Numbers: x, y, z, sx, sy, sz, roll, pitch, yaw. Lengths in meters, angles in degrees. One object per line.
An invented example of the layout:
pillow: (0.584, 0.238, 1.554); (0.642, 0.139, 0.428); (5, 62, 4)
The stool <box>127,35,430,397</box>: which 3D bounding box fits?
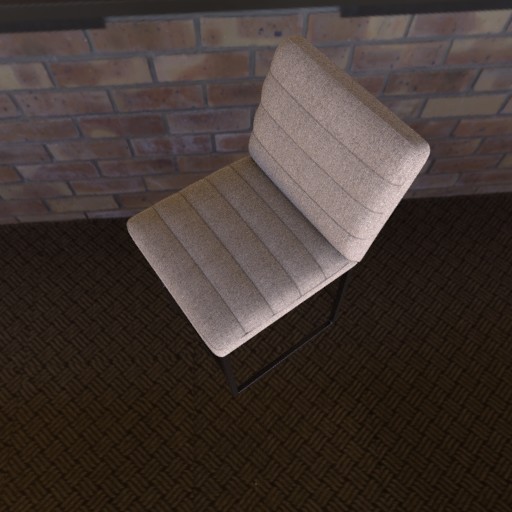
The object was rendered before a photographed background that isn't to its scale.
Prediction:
stool: (0.000, 0.000, 1.352); (0.571, 1.034, 0.459); (-33, 67, -16)
